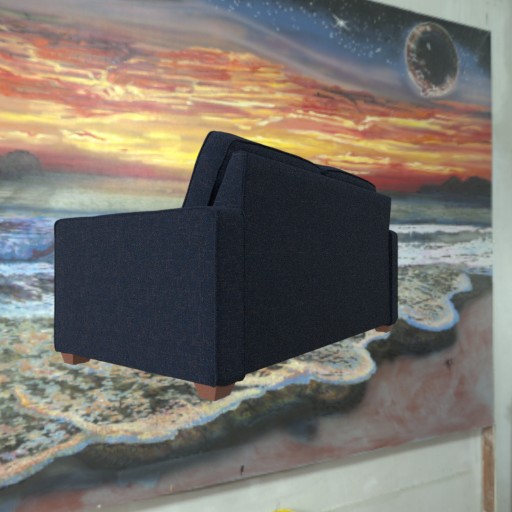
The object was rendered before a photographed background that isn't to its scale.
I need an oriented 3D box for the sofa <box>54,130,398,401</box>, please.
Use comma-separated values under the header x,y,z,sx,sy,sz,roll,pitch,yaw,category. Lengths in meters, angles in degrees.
x,y,z,sx,sy,sz,roll,pitch,yaw,category
0.000,0.000,2.296,0.947,0.918,1.709,0,0,36,sofa
